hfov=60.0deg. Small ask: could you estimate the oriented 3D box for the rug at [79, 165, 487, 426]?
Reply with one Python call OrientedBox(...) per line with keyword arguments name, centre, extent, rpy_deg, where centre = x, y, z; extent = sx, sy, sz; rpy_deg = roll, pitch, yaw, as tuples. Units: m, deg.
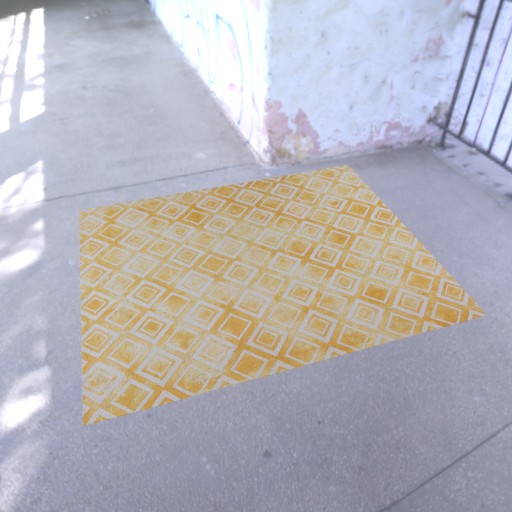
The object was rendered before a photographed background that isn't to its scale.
OrientedBox(name="rug", centre=(0.000, 0.000, 3.991), extent=(3.037, 0.011, 2.433), rpy_deg=(-12, 43, -13))
